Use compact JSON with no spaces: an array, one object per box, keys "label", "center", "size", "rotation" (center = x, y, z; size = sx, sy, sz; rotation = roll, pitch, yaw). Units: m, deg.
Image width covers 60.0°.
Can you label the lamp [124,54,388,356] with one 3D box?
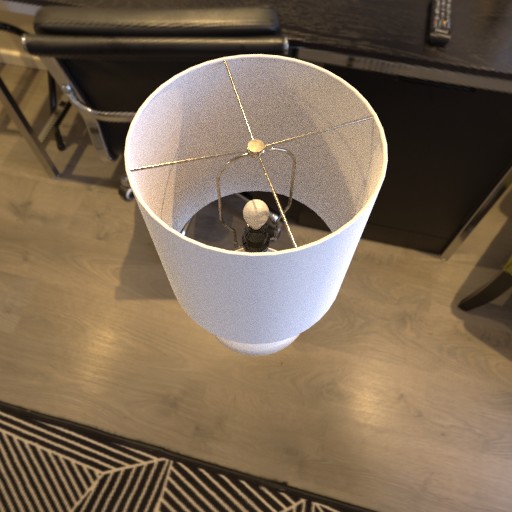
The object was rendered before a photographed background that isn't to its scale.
[{"label":"lamp","center":[0.000,0.000,0.545],"size":[0.217,0.404,0.217],"rotation":[-14,63,-8]}]
